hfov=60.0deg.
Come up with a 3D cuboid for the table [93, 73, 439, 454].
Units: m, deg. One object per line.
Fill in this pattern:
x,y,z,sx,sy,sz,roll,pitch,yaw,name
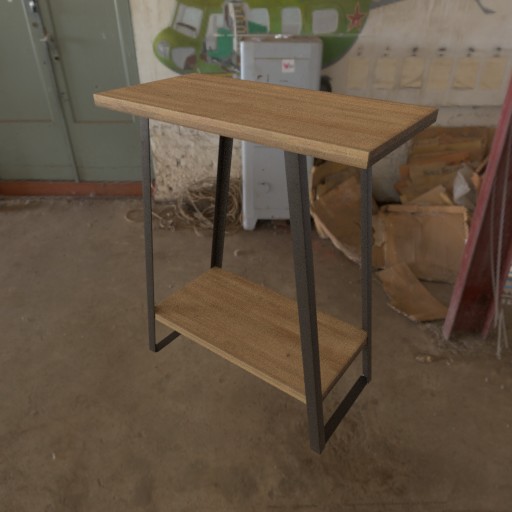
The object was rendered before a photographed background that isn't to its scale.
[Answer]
0.000,0.000,1.032,0.599,0.701,0.300,21,38,30,table
